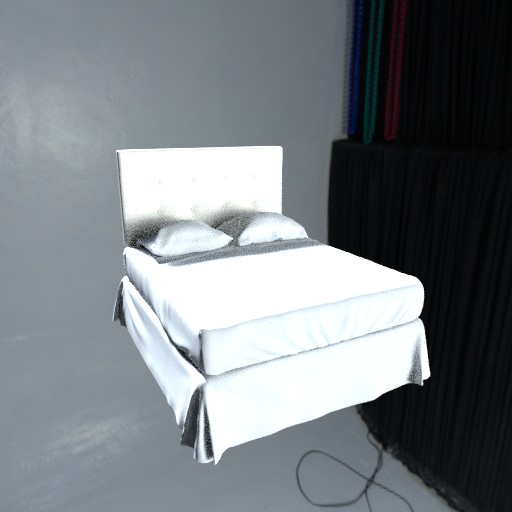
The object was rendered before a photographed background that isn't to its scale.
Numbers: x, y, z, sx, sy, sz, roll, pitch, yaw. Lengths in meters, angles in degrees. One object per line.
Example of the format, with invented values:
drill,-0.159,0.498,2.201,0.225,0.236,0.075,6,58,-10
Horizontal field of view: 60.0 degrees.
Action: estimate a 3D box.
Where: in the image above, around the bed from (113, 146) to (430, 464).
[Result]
bed,0.000,0.000,3.493,1.936,1.577,2.222,-9,18,-27
